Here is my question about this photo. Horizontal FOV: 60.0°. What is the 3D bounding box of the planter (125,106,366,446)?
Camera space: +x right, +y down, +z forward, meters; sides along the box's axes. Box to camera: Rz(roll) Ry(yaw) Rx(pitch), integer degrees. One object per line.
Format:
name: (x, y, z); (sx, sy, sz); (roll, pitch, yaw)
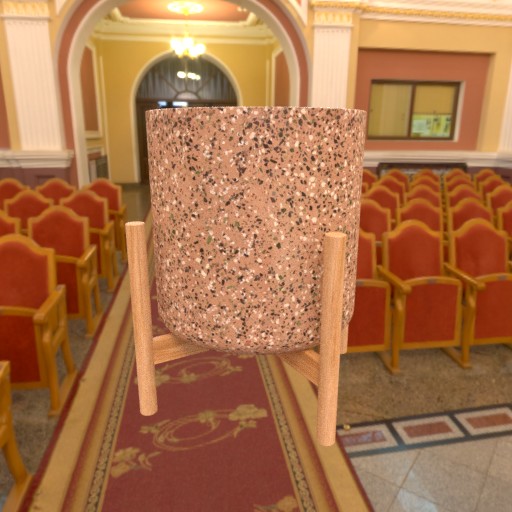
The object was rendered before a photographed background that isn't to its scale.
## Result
planter: (0.000, 0.000, 0.681); (0.360, 0.419, 0.360); (-2, 16, -8)
